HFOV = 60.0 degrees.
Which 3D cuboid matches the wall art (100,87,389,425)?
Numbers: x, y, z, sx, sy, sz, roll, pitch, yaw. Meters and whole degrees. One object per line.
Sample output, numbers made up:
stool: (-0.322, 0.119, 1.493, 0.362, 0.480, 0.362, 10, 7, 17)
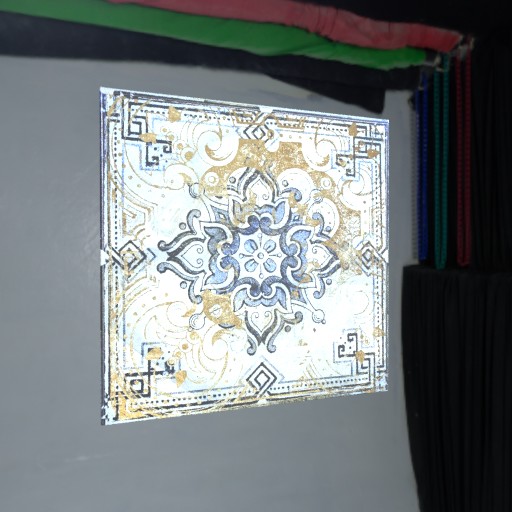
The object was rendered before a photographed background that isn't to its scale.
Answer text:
wall art: (0.000, 0.000, 0.620, 0.411, 0.410, 0.038, 0, 1, -19)
